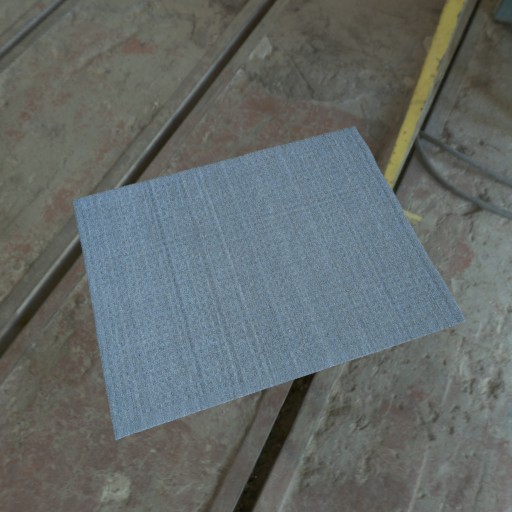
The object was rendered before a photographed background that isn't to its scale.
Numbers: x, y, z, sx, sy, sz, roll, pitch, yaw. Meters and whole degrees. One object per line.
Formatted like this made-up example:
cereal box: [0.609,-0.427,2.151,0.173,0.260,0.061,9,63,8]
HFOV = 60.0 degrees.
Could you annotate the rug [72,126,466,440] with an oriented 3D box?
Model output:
rug: [0.000,0.000,4.300,3.200,0.007,2.443,-16,65,-8]
